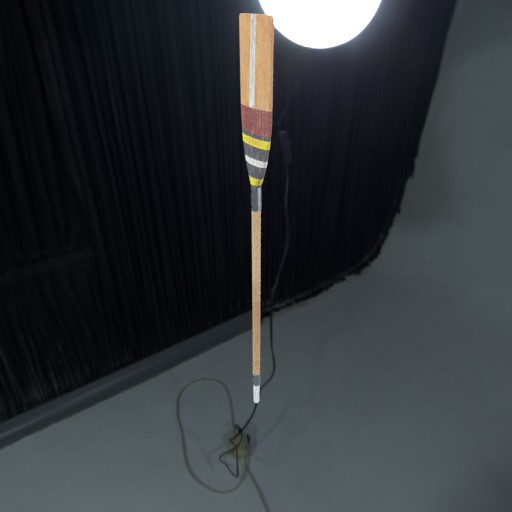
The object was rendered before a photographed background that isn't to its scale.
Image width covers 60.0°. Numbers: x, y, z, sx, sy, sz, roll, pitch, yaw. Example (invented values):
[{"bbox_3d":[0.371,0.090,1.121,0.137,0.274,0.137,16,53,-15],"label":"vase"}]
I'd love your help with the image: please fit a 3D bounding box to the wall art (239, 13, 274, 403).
[{"bbox_3d":[0.000,0.000,1.621,0.038,1.556,0.146,-22,38,-32],"label":"wall art"}]
